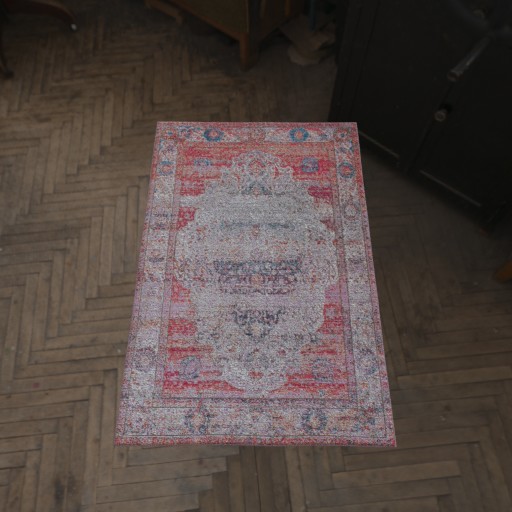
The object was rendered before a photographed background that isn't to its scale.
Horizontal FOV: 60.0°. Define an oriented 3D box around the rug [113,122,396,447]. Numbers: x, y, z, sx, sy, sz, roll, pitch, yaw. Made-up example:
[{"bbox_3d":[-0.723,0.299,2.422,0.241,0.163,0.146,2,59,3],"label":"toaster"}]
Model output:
[{"bbox_3d":[0.000,0.000,2.309,1.219,0.006,1.829,0,64,0],"label":"rug"}]
